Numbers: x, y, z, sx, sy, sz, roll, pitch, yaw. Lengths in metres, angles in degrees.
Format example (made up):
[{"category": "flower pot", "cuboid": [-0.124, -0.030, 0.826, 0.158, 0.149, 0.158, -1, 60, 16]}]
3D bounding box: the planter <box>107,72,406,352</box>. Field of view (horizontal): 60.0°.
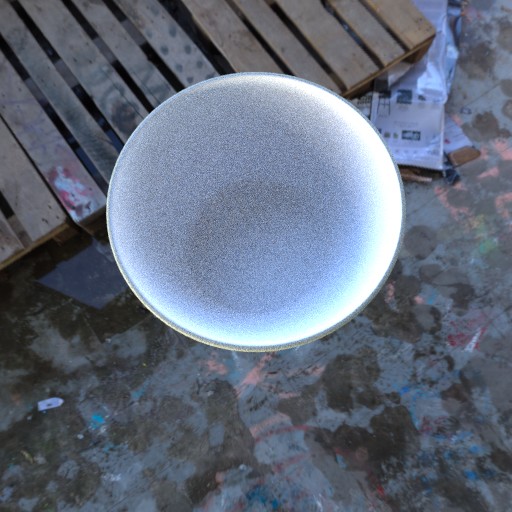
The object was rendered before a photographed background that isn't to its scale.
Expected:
[{"category": "planter", "cuboid": [0.000, 0.000, 0.760, 0.350, 0.504, 0.350, -34, 77, -9]}]
